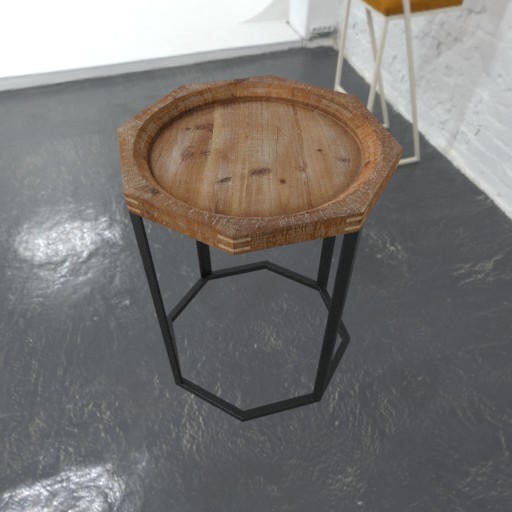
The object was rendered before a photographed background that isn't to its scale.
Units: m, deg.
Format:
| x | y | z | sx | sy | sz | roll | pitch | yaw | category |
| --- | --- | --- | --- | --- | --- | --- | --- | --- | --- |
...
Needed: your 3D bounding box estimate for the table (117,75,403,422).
| x | y | z | sx | sy | sz | roll | pitch | yaw | category |
| --- | --- | --- | --- | --- | --- | --- | --- | --- | --- |
| 0.000 | 0.000 | 0.900 | 0.458 | 0.543 | 0.458 | -29 | 53 | -25 | table |
